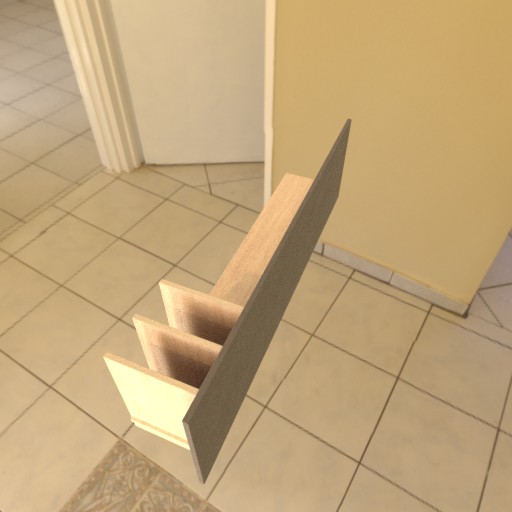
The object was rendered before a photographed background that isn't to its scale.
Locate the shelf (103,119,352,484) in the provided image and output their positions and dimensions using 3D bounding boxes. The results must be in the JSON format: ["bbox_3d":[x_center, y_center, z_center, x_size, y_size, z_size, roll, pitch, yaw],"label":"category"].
[{"bbox_3d":[0.000,0.000,1.156,0.200,0.300,1.020,17,49,16],"label":"shelf"}]
